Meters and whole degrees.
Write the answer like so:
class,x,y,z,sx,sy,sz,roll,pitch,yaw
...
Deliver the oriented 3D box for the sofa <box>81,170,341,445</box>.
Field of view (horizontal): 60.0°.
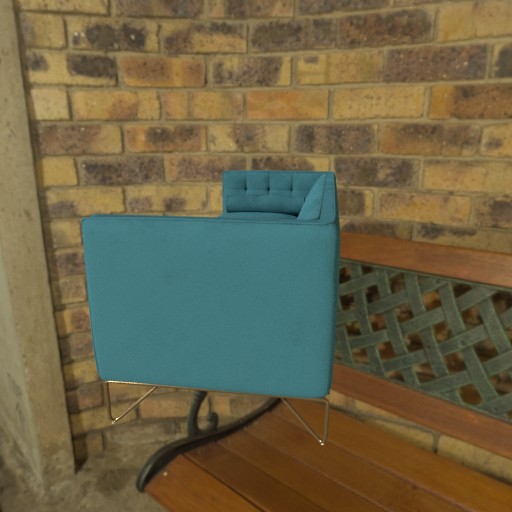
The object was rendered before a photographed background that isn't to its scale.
class,x,y,z,sx,sy,sz,roll,pitch,yaw
sofa,0.000,0.000,2.463,0.867,0.789,2.087,2,15,9
